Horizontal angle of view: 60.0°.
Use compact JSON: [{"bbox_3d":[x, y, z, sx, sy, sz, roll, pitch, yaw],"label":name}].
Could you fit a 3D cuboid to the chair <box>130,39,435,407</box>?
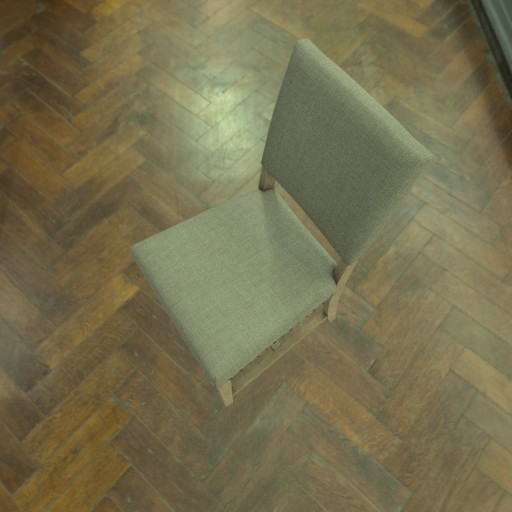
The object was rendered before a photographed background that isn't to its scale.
[{"bbox_3d":[0.000,0.000,1.346,0.622,0.986,0.508,-31,68,-14],"label":"chair"}]
